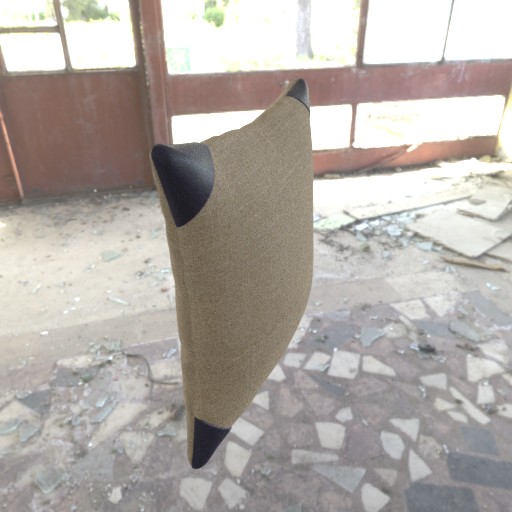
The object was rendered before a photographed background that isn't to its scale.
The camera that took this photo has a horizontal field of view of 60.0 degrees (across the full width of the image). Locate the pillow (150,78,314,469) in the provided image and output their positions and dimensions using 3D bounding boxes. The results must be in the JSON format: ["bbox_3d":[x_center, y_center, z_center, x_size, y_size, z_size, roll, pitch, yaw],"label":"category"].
[{"bbox_3d":[0.000,0.000,0.655,0.147,0.441,0.440,11,31,18],"label":"pillow"}]
